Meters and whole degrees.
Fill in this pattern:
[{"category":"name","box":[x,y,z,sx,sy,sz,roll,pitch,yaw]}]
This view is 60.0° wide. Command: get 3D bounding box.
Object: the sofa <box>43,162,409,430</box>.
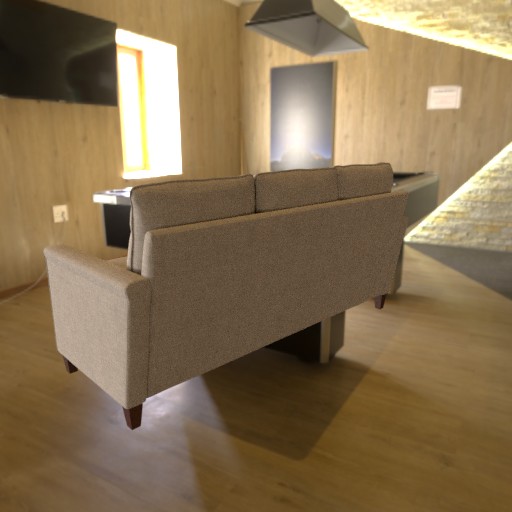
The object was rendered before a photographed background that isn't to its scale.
[{"category":"sofa","box":[0.000,0.000,2.401,1.925,0.959,0.828,-14,20,-42]}]
